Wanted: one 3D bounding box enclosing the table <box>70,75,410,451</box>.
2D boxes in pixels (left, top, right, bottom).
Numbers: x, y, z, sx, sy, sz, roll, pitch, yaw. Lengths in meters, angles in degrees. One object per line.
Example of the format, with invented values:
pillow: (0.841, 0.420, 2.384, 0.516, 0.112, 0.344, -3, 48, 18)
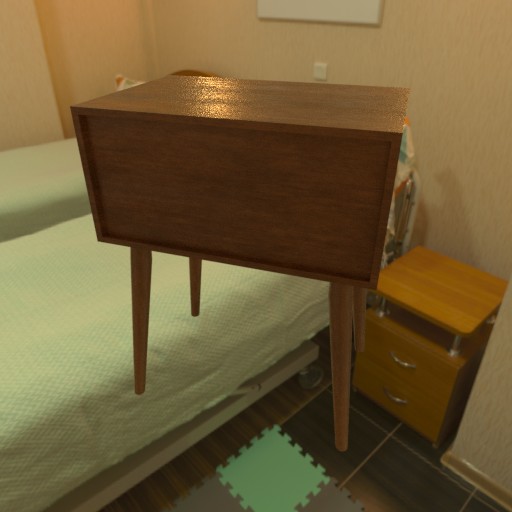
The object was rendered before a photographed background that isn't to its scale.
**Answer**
table: (0.000, 0.000, 0.839, 0.454, 0.580, 0.307, 9, 32, 16)
